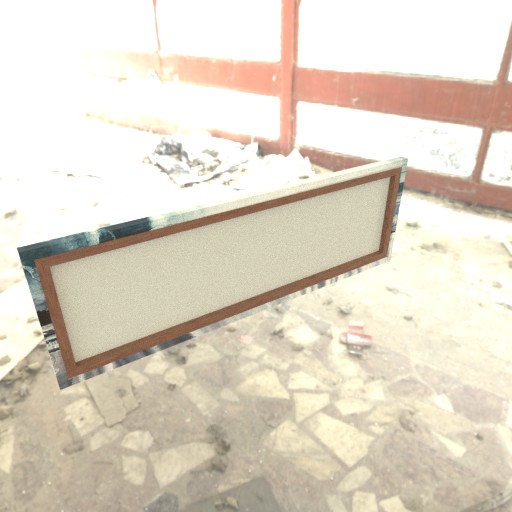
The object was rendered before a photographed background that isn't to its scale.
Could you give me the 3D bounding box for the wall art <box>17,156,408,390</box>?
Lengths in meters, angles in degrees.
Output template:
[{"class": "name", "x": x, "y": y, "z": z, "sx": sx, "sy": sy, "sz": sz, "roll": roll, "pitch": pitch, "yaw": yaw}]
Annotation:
[{"class": "wall art", "x": 0.000, "y": 0.000, "z": 1.675, "sx": 1.524, "sy": 0.509, "sz": 0.037, "roll": -18, "pitch": 34, "yaw": -28}]
